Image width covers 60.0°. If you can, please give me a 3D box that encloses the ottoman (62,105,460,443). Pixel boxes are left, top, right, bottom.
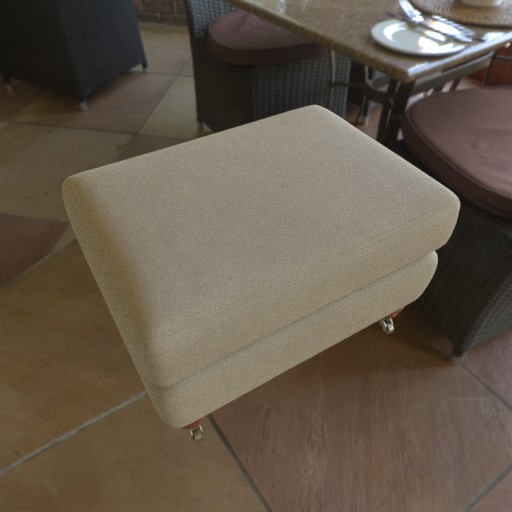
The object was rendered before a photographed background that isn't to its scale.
[{"bbox_3d":[0.000,0.000,1.147,0.773,0.504,0.569,-23,49,-21],"label":"ottoman"}]
